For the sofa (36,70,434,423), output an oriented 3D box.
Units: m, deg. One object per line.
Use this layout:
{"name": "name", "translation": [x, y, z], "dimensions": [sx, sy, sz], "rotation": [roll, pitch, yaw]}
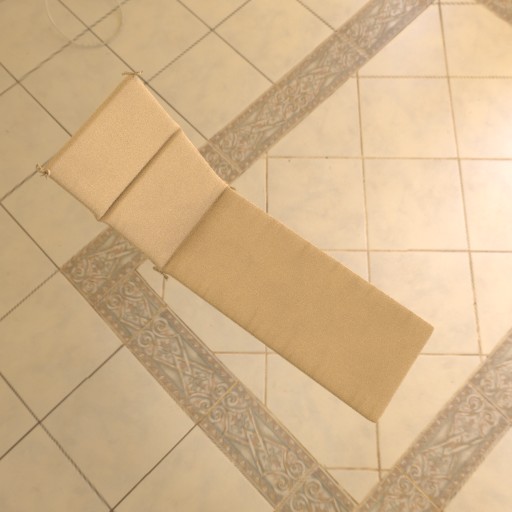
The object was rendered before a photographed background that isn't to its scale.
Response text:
{"name": "sofa", "translation": [0.000, 0.000, 1.855], "dimensions": [1.663, 0.622, 0.582], "rotation": [35, 78, 8]}
